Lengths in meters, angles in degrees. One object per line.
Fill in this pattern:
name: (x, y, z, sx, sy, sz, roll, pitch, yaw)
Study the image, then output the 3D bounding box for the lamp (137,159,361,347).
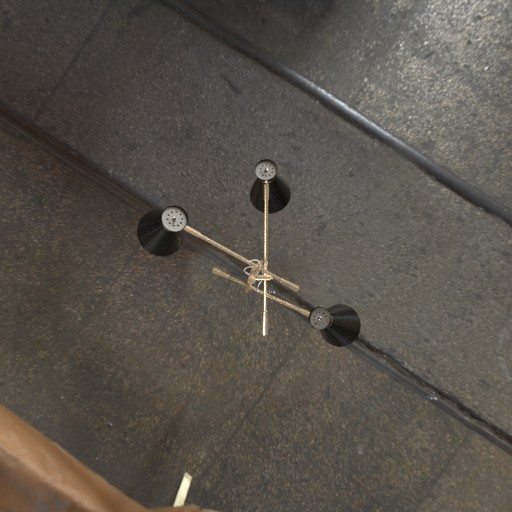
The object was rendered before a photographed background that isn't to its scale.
lamp: (0.000, 0.000, 2.125, 0.750, 1.804, 0.653, 0, 90, 0)
